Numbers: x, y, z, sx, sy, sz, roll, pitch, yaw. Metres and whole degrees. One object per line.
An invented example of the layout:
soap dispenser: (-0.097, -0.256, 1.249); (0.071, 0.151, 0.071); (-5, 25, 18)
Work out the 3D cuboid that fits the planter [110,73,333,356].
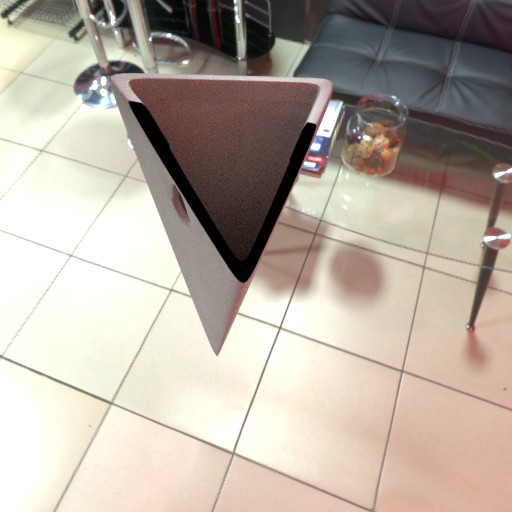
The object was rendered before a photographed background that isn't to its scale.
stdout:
planter: (0.000, 0.000, 0.155); (0.047, 0.130, 0.058); (-32, 64, -18)
